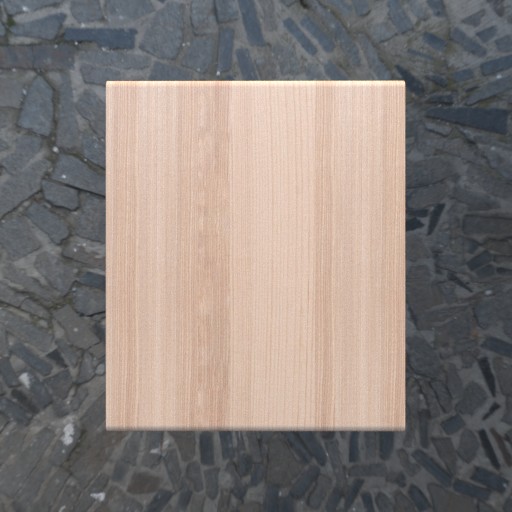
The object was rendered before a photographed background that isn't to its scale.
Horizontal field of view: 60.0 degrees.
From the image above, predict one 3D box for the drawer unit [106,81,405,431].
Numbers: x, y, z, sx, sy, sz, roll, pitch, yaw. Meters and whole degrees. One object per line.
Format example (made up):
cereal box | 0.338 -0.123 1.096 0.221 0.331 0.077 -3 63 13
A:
drawer unit | 0.000 0.000 0.601 0.290 0.344 0.344 0 90 0
